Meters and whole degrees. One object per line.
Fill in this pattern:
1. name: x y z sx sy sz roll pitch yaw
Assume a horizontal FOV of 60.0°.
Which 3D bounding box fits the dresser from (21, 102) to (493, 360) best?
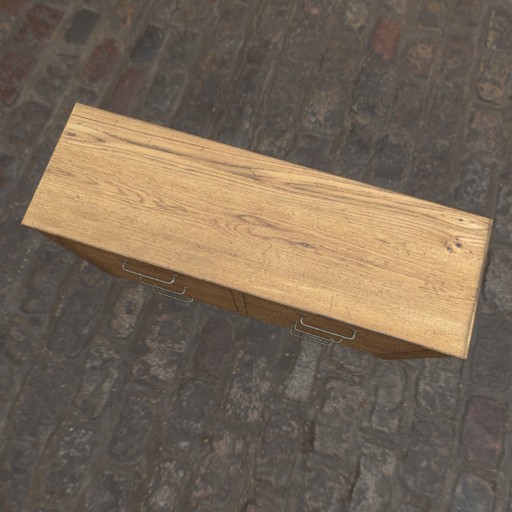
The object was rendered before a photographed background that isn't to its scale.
1. dresser: 0.000 0.000 2.074 1.657 0.932 0.563 17 77 4
